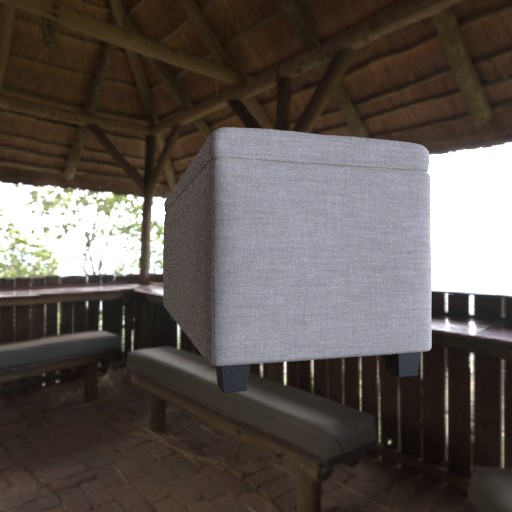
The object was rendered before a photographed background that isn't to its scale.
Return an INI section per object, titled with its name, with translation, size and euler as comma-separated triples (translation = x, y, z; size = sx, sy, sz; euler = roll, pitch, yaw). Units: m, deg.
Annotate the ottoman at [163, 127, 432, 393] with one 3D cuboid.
[ottoman]
translation = 0.000, 0.000, 1.147
size = 0.419, 0.432, 0.902
euler = 0, 0, -16
